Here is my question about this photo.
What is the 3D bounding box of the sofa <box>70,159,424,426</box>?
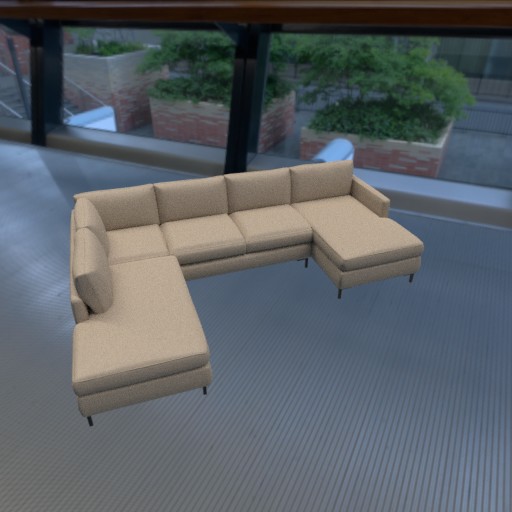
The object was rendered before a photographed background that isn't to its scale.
[{"bbox_3d":[0.000,0.000,3.482,2.737,0.756,1.879,-10,33,-16],"label":"sofa"}]
